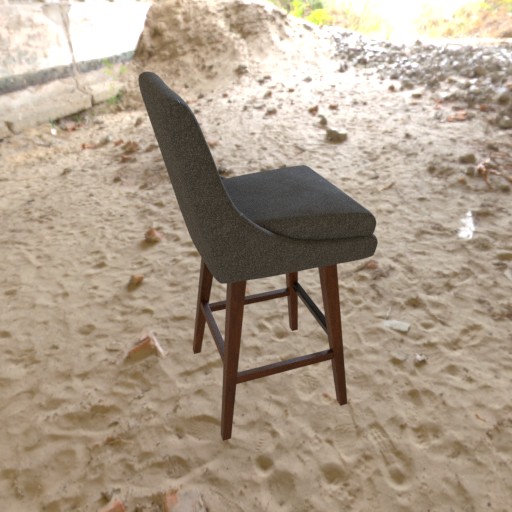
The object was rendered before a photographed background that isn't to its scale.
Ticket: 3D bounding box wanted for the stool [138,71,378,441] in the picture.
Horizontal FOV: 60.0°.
[{"bbox_3d":[0.000,0.000,1.405,0.572,1.068,0.489,-10,32,-17],"label":"stool"}]
